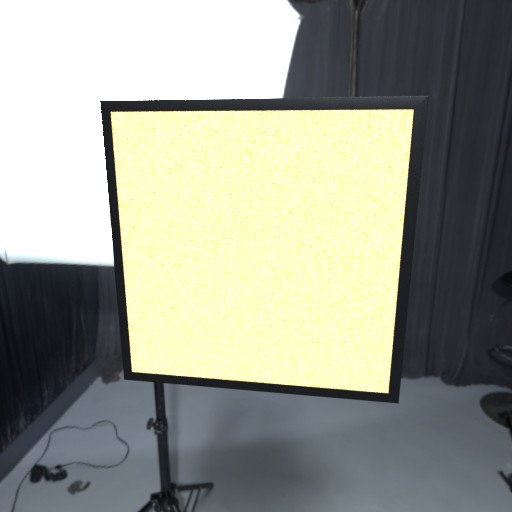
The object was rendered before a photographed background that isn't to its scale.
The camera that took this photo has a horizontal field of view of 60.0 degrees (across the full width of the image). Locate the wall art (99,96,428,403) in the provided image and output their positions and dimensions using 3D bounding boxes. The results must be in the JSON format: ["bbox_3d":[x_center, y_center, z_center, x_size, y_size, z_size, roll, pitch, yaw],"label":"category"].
[{"bbox_3d":[0.000,0.000,1.126,0.756,0.755,0.036,2,16,9],"label":"wall art"}]
